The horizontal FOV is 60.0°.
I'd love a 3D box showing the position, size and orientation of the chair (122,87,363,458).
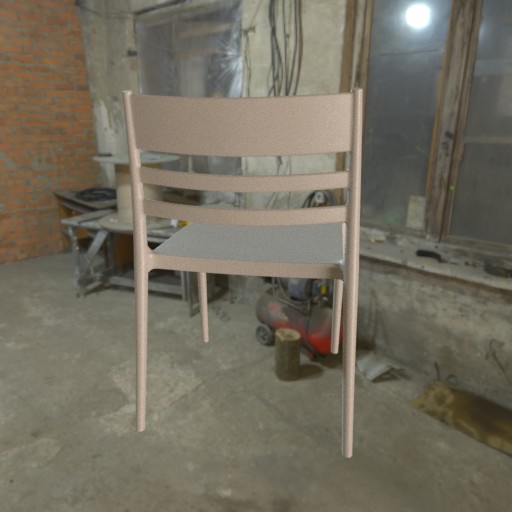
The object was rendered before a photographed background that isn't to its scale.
[{"bbox_3d":[0.000,0.000,1.166,0.531,0.800,0.511,3,17,9],"label":"chair"}]
